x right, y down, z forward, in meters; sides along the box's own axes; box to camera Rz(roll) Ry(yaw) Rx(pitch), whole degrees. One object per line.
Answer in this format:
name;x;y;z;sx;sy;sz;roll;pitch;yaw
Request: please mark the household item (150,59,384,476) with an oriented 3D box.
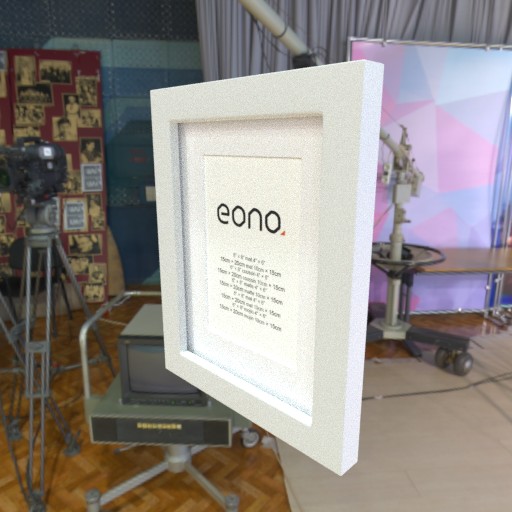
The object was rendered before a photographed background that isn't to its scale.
household item;0.000;0.000;0.339;0.045;0.250;0.200;-14;20;-43
